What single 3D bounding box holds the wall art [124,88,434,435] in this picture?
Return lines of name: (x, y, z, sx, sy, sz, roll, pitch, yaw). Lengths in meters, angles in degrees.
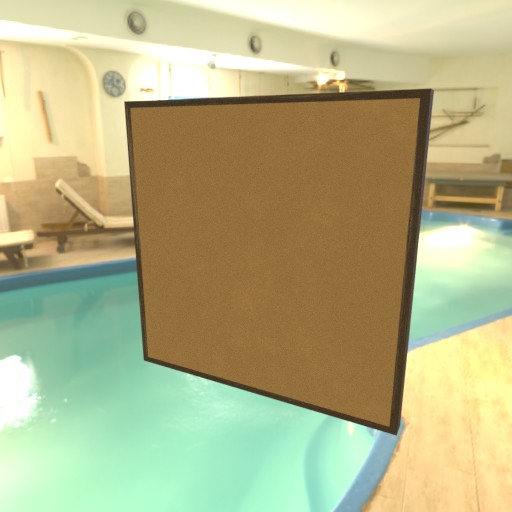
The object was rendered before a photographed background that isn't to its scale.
wall art: (0.000, 0.000, 1.119, 0.762, 0.758, 0.043, 8, 17, 27)
